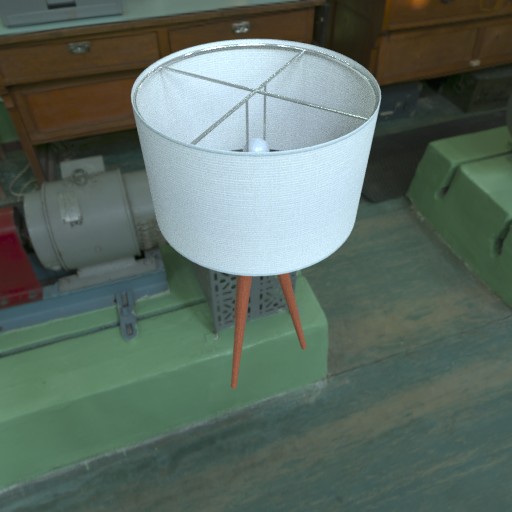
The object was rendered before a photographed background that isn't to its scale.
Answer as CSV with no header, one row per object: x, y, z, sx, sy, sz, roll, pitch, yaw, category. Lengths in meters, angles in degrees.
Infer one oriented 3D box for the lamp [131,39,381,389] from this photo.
0.000,0.000,0.894,0.355,0.709,0.354,-15,48,-14,lamp
